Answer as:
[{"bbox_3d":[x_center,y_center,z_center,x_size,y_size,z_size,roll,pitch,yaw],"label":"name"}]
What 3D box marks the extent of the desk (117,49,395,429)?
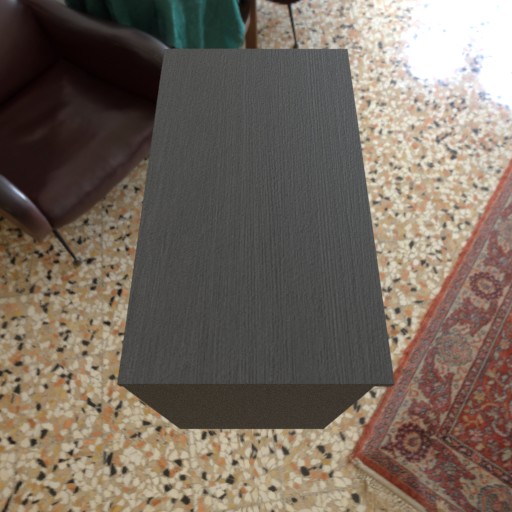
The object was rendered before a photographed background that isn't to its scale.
[{"bbox_3d":[0.000,0.000,1.320,0.498,0.724,0.893,0,63,0],"label":"desk"}]
